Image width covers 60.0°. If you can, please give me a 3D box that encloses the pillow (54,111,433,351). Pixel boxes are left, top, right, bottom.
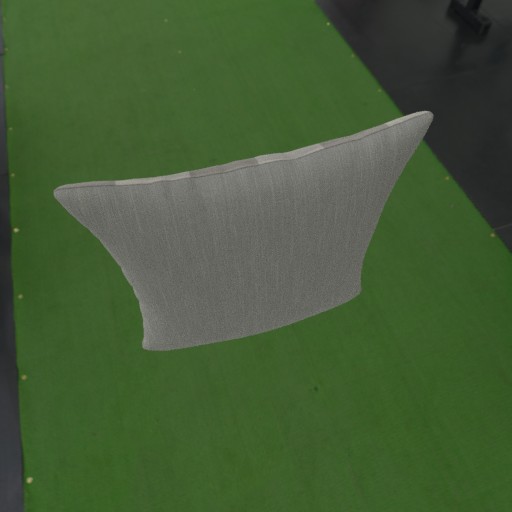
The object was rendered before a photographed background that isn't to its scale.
[{"bbox_3d":[0.000,0.000,0.784,0.511,0.509,0.161,-14,58,-9],"label":"pillow"}]
